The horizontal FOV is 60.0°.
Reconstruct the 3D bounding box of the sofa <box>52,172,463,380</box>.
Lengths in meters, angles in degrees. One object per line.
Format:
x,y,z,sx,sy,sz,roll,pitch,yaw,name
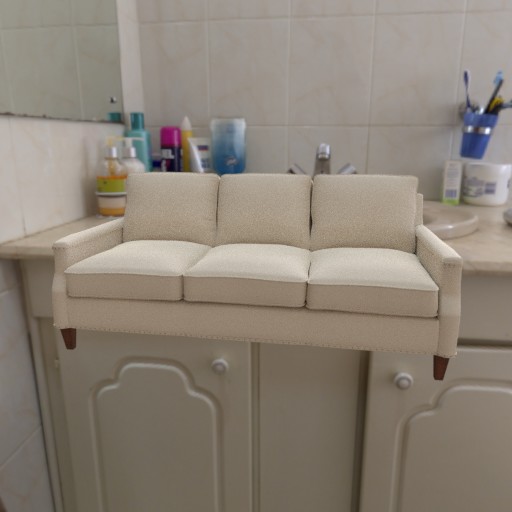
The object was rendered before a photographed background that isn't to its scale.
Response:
0.000,0.000,2.832,2.246,1.003,1.084,2,14,10,sofa
